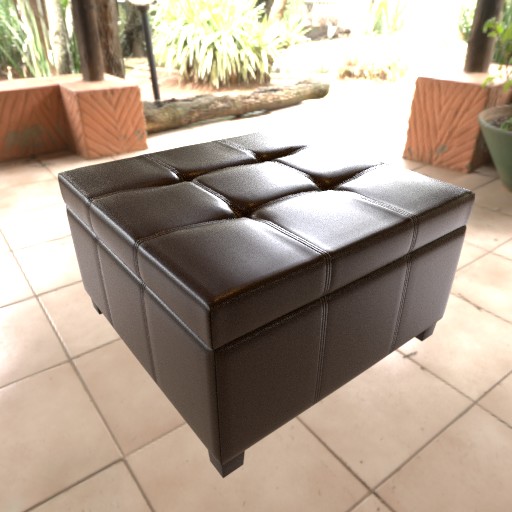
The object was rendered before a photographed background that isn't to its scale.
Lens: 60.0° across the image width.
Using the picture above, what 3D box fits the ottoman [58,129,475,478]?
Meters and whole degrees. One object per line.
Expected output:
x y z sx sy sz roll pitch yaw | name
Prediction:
0.000 0.000 1.249 0.788 0.460 0.787 -21 36 -32 | ottoman
